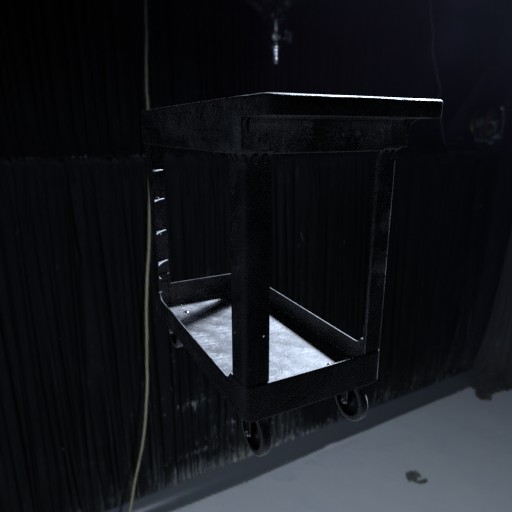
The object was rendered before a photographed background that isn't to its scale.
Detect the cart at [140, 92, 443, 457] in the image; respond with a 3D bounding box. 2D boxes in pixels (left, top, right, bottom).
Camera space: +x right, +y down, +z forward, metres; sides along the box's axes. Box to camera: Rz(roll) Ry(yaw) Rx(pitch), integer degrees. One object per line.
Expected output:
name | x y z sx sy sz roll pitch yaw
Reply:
cart | 0.000 0.000 1.289 0.420 0.824 0.877 -8 18 -26
